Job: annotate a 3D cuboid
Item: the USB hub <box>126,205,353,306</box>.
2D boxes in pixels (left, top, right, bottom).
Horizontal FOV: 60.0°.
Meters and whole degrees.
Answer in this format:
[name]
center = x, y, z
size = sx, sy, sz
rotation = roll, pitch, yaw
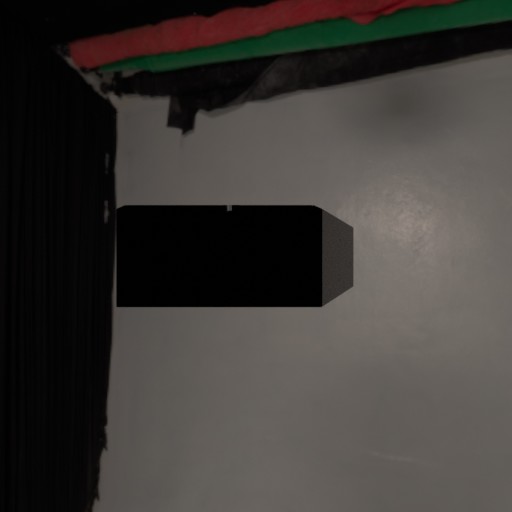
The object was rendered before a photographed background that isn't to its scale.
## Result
[USB hub]
center = 0.000, 0.000, 0.125
size = 0.044, 0.023, 0.110
rotation = 0, 0, 18
